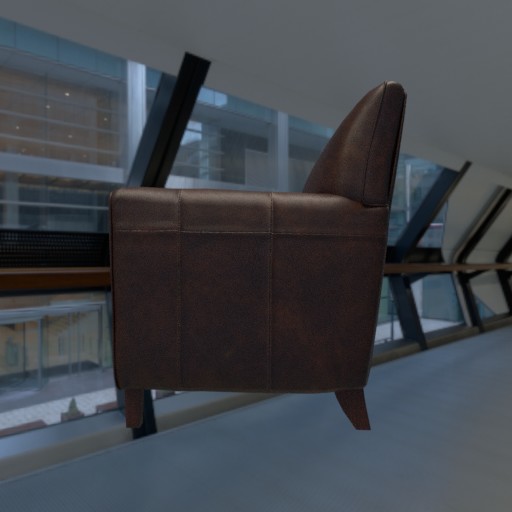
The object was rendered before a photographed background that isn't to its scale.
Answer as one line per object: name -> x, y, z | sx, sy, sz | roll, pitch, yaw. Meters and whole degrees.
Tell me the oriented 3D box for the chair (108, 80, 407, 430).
chair -> 0.000, 0.000, 1.573 | 0.823, 0.943, 0.870 | 0, 1, 1
